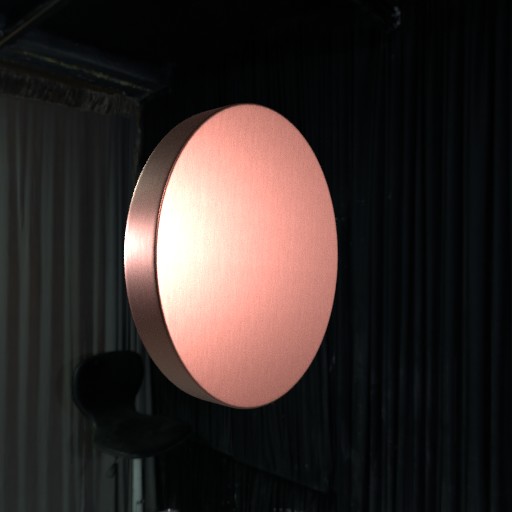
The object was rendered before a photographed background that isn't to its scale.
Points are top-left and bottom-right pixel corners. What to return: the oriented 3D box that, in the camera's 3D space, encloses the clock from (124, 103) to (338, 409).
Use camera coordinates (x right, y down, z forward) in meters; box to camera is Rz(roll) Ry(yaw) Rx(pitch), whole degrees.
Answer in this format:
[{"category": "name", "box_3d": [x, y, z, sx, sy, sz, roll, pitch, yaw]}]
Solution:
[{"category": "clock", "box_3d": [0.000, 0.000, 0.482, 0.040, 0.313, 0.313, 0, 0, 37]}]
